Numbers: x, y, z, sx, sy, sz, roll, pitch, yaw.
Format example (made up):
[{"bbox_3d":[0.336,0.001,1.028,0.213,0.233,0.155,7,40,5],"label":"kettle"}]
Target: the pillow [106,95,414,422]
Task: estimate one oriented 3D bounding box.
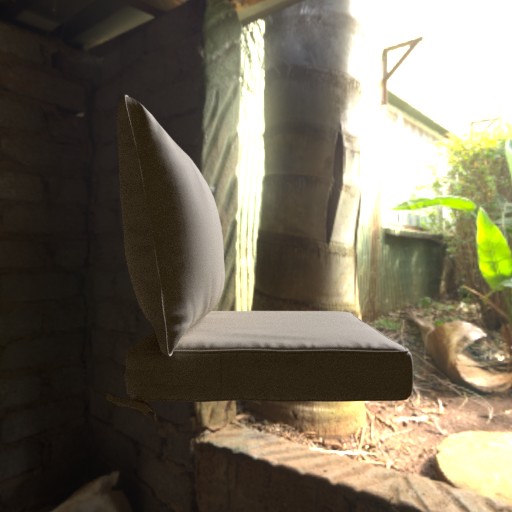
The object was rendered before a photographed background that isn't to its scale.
[{"bbox_3d":[0.000,0.000,1.333,0.733,0.716,0.798,0,0,1],"label":"pillow"}]
